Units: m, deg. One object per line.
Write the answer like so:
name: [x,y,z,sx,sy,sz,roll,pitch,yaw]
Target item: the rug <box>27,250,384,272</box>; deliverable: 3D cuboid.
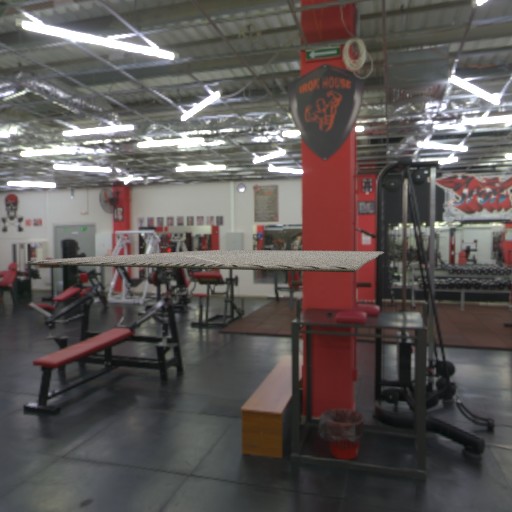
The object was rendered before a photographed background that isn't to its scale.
rug: [0.000,0.000,2.362,1.237,0.019,1.842,1,2,19]
